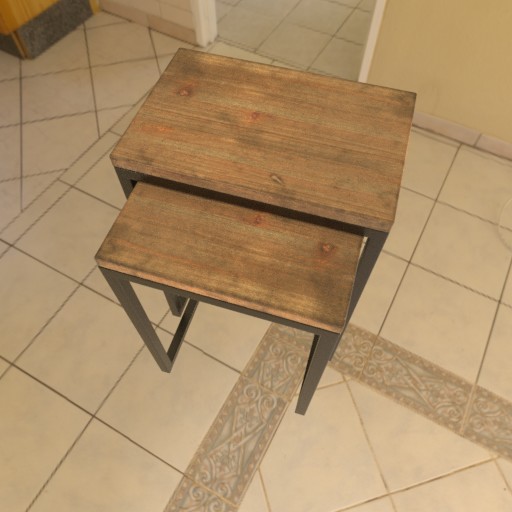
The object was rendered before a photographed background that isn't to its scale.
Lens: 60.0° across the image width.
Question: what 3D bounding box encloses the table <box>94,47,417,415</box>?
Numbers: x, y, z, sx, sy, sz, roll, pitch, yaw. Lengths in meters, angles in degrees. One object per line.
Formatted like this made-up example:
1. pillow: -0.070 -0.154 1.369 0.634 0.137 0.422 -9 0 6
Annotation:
1. table: 0.000 0.000 0.957 0.456 0.615 0.460 17 60 10
